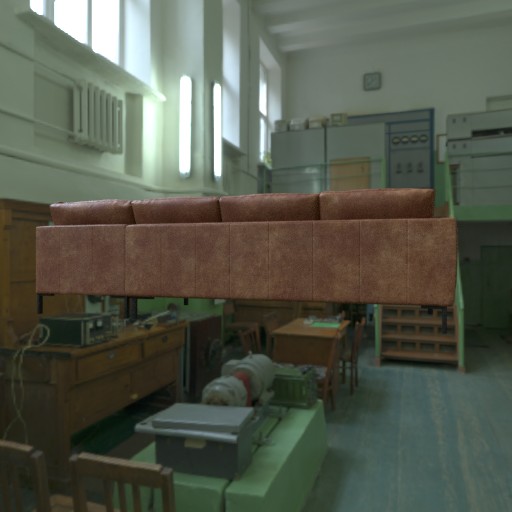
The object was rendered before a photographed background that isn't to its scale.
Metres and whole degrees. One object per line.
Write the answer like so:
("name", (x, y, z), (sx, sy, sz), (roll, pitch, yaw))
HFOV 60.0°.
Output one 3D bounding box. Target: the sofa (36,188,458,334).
("sofa", (0.000, 0.000, 3.836), (2.984, 0.877, 1.938), (0, 0, 17))
